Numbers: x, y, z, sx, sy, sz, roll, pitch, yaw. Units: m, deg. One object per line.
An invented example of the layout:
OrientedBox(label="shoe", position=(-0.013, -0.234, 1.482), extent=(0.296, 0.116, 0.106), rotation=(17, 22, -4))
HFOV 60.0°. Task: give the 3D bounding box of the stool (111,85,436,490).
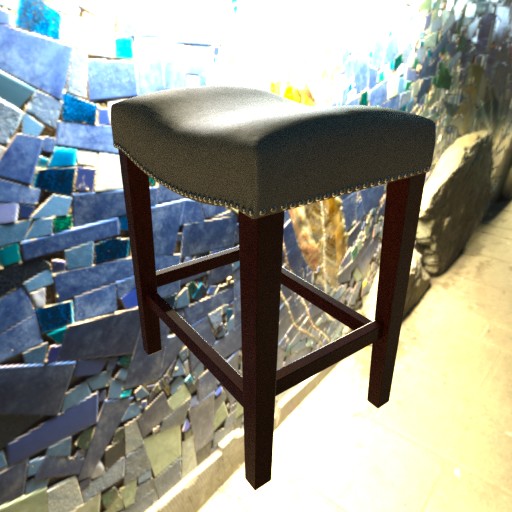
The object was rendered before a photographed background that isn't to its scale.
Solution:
OrientedBox(label="stool", position=(0.000, 0.000, 0.925), extent=(0.375, 0.632, 0.509), rotation=(-18, 32, -32))
